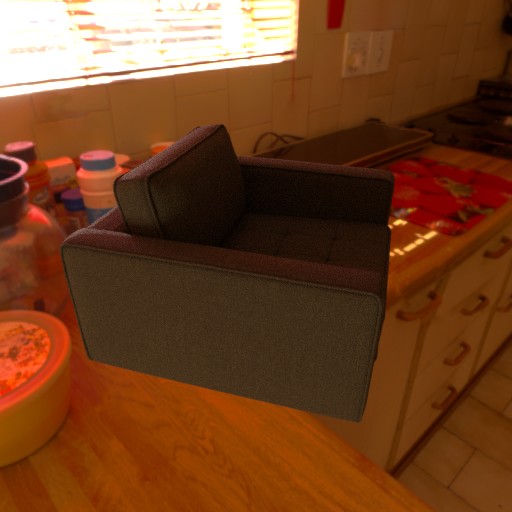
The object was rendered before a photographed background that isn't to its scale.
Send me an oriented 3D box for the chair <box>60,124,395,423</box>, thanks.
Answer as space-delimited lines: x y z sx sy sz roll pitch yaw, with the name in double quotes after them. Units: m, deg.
0.000 0.000 1.595 0.919 0.770 0.899 9 32 14 "chair"
